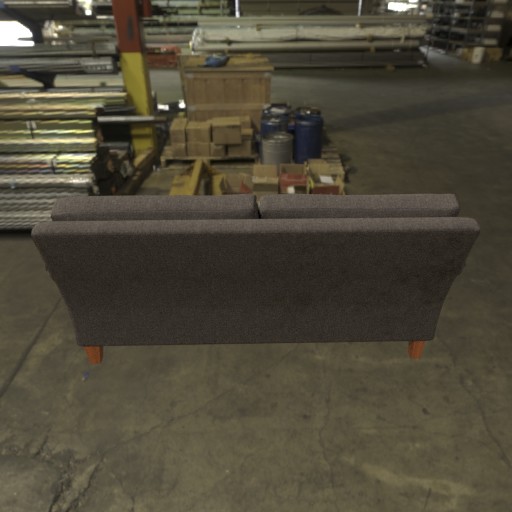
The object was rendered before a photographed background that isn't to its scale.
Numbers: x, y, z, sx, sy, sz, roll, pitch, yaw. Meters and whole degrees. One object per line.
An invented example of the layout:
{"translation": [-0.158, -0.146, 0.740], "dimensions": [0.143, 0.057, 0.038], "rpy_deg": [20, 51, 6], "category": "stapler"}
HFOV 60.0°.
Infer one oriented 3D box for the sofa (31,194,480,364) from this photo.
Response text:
{"translation": [0.000, 0.000, 2.730], "dimensions": [2.160, 1.054, 1.087], "rpy_deg": [-1, 30, -1], "category": "sofa"}
